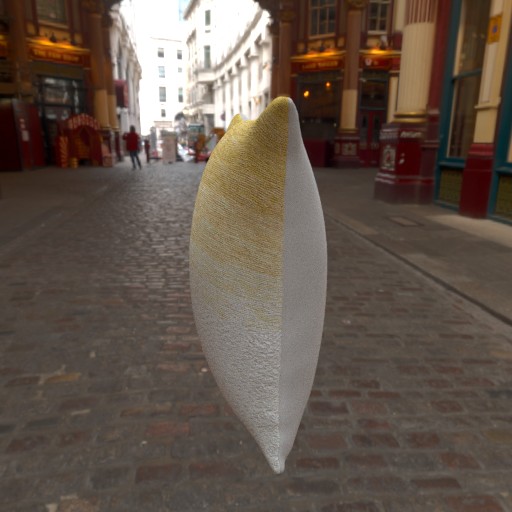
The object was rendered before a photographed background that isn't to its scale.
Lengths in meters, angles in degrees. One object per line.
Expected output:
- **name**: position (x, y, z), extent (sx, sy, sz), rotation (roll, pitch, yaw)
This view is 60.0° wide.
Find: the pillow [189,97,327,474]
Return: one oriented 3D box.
- **pillow**: position (0.000, 0.000, 0.704), extent (0.211, 0.450, 0.450), rotation (-2, 16, -8)
